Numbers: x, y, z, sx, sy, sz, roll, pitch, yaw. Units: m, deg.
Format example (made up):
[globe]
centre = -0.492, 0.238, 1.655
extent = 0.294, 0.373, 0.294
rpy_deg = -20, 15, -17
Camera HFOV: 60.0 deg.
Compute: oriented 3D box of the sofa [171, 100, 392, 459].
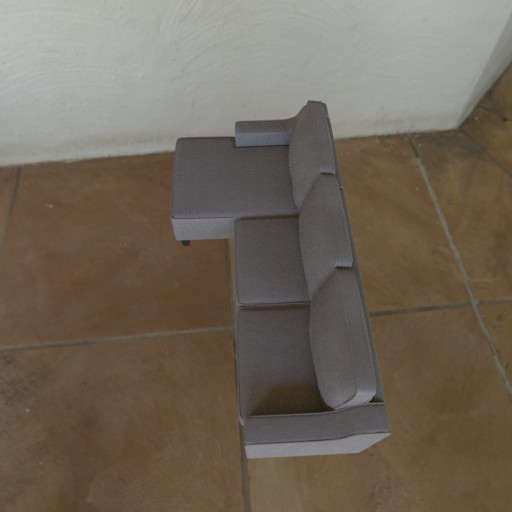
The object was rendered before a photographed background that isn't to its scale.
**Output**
[sofa]
centre = 0.000, 0.000, 3.163
extent = 1.294, 0.928, 2.561
rpy_deg = -2, 58, -1
